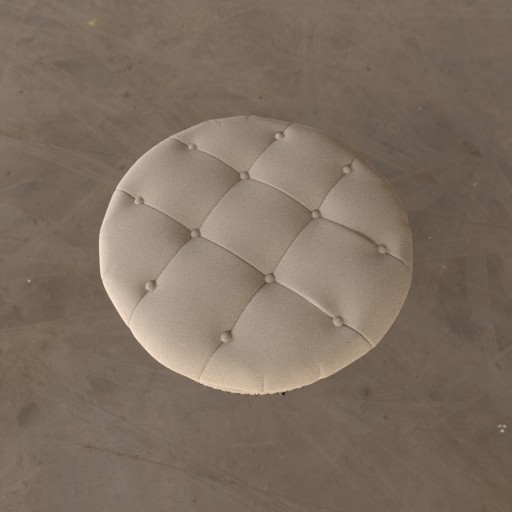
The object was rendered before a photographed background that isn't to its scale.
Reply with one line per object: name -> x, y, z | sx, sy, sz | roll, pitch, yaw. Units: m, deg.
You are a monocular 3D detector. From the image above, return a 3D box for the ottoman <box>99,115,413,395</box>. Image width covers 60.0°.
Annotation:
ottoman -> 0.000, 0.000, 1.412 | 0.901, 0.439, 0.901 | 0, 62, 0
